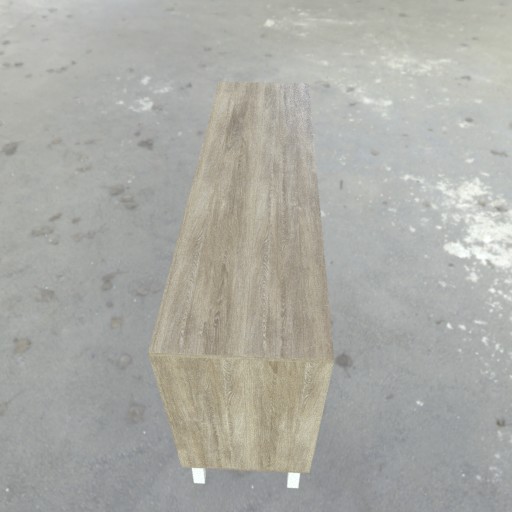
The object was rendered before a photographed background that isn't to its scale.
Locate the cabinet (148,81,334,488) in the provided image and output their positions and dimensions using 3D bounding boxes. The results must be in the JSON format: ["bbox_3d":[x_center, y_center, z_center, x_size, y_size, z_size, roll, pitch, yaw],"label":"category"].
[{"bbox_3d":[0.000,0.000,1.943,0.450,0.870,1.600,2,44,2],"label":"cabinet"}]
